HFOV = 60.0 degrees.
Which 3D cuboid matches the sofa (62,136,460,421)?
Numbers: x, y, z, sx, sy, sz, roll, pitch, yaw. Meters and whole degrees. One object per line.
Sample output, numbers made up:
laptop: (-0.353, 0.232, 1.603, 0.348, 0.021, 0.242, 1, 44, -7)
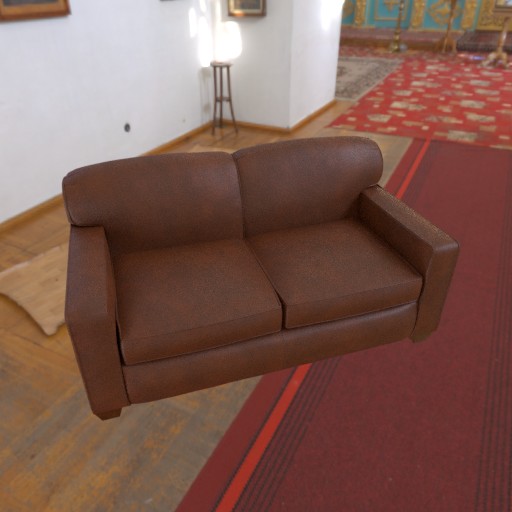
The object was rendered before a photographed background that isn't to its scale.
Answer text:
sofa: (0.000, 0.000, 2.384, 1.856, 0.966, 1.000, -10, 33, -15)
